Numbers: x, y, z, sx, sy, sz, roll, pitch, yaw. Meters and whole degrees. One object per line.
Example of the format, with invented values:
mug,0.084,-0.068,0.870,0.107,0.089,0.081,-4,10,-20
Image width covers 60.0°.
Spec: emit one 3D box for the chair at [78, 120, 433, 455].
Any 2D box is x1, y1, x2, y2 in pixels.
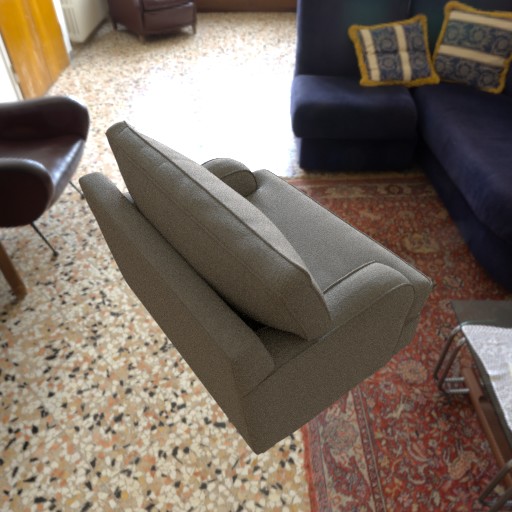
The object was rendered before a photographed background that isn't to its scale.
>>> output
chair,0.000,0.000,1.985,1.040,1.016,1.220,-27,48,-27
